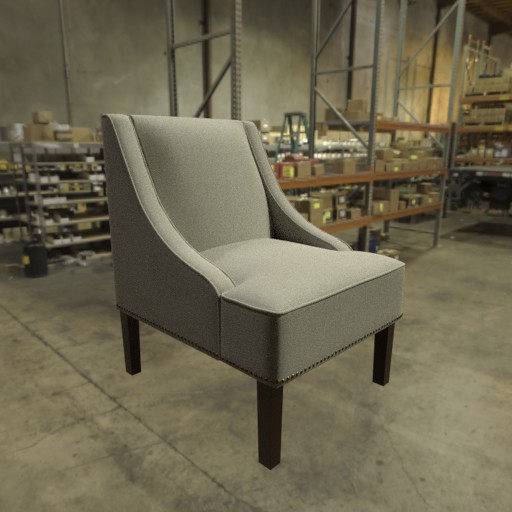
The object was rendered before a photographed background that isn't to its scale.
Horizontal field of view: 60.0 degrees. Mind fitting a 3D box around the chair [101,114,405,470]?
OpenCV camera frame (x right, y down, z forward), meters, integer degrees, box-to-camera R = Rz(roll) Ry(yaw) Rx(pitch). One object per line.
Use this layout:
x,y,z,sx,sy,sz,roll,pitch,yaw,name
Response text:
0.000,0.000,1.417,0.748,0.872,0.628,14,19,43,chair
